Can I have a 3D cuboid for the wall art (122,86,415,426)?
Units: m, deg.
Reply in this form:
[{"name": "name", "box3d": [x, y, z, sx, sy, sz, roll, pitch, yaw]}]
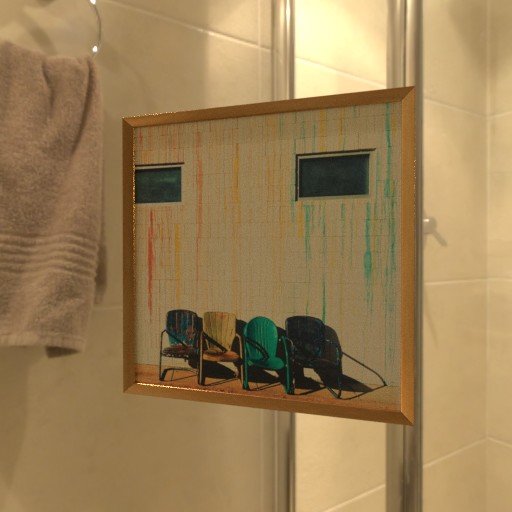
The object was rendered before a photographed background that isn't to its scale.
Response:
[{"name": "wall art", "box3d": [0.000, 0.000, 0.449, 0.302, 0.302, 0.019, 0, 1, 18]}]
